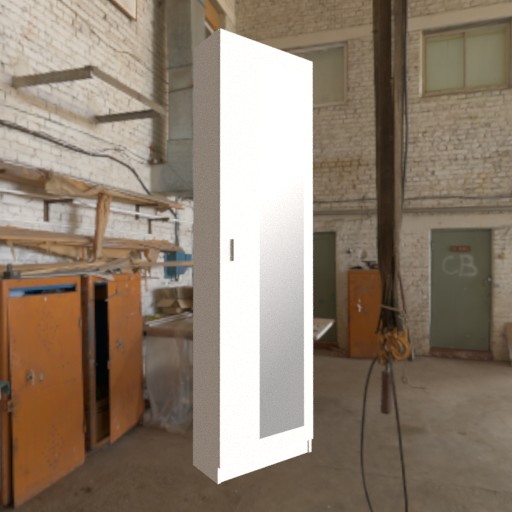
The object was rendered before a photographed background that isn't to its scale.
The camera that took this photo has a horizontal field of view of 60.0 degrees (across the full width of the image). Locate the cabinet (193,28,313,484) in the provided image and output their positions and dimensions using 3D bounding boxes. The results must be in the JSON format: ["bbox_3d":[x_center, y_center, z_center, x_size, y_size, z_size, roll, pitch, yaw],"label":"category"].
[{"bbox_3d":[0.000,0.000,1.963,0.500,1.790,0.230,0,-1,-36],"label":"cabinet"}]
